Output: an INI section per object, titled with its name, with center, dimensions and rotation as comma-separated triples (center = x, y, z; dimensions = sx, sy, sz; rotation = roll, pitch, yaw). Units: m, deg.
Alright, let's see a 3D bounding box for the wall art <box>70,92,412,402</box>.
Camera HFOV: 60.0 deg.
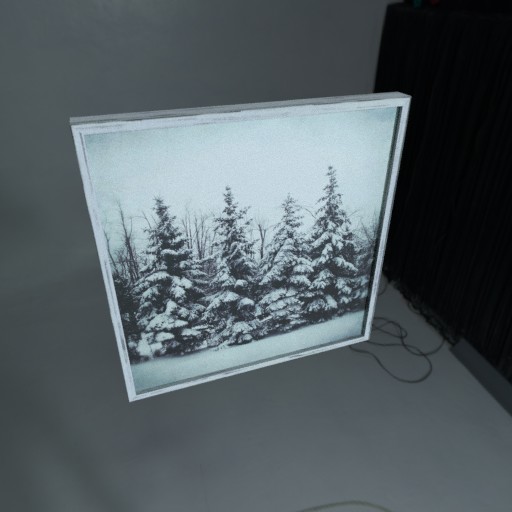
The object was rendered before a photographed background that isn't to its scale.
[wall art]
center = 0.000, 0.000, 0.770
dimensions = 0.506, 0.506, 0.038
rotation = -10, 33, -17
